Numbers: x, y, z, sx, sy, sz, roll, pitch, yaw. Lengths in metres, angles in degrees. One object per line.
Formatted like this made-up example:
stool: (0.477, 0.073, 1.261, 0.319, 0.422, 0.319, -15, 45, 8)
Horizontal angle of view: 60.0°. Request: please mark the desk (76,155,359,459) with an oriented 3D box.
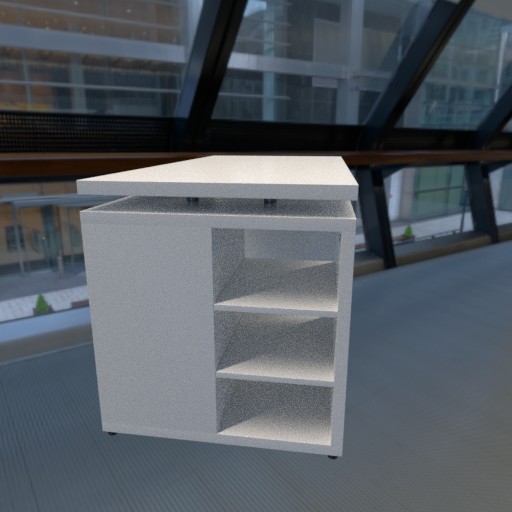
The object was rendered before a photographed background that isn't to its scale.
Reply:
desk: (0.000, 0.000, 1.820, 0.690, 0.740, 1.400, 2, 15, 9)
